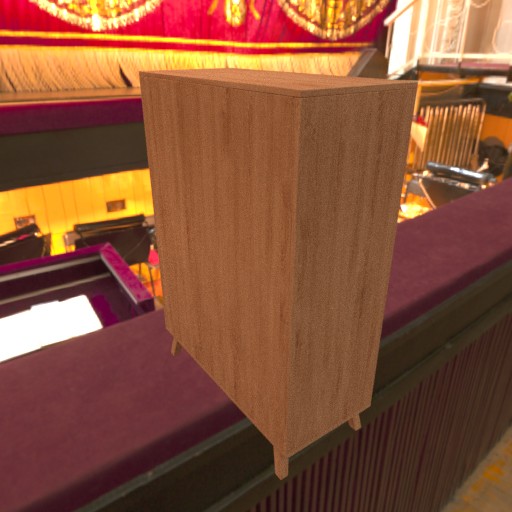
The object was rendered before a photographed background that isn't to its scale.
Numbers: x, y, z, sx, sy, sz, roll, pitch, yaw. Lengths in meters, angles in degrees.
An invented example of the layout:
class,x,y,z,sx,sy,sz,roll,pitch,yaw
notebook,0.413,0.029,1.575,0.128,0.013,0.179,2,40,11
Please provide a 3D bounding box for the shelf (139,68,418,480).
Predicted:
class,x,y,z,sx,sy,sz,roll,pitch,yaw
shelf,0.000,0.000,1.839,0.450,1.390,1.000,-17,31,-32
